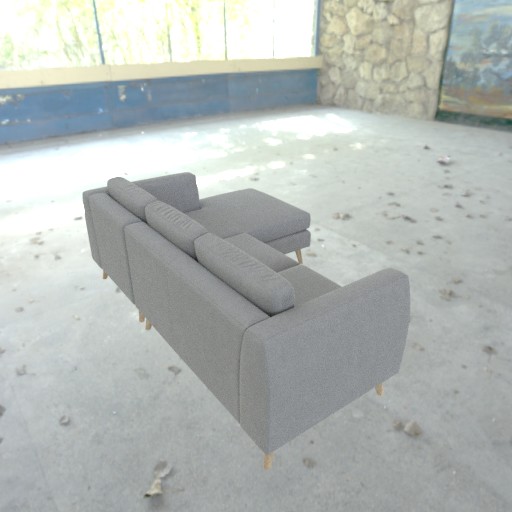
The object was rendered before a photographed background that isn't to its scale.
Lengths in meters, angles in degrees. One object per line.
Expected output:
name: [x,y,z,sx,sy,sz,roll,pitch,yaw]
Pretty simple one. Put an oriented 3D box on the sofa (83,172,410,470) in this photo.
sofa: [0.000,0.000,2.992,1.580,0.860,2.300,-18,32,-32]
